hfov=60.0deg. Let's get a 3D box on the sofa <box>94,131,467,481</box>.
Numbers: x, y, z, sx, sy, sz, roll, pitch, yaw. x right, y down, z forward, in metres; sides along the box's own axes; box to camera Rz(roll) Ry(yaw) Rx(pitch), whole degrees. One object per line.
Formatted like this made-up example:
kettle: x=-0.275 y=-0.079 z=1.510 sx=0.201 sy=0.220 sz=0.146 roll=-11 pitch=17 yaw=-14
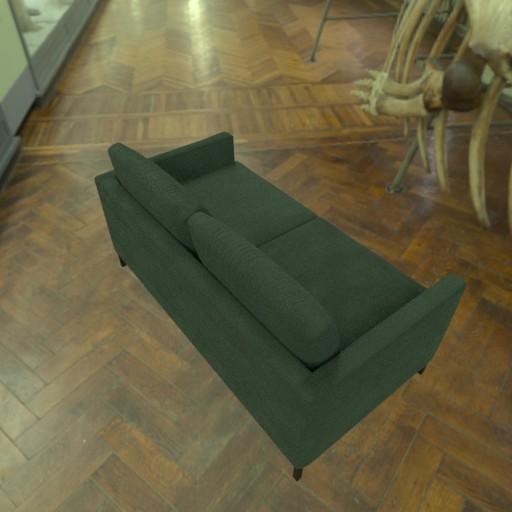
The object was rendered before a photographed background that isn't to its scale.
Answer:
sofa: x=0.000 y=0.000 z=2.161 sx=0.875 sy=0.817 sz=1.676 roll=-27 pitch=48 yaw=-27
